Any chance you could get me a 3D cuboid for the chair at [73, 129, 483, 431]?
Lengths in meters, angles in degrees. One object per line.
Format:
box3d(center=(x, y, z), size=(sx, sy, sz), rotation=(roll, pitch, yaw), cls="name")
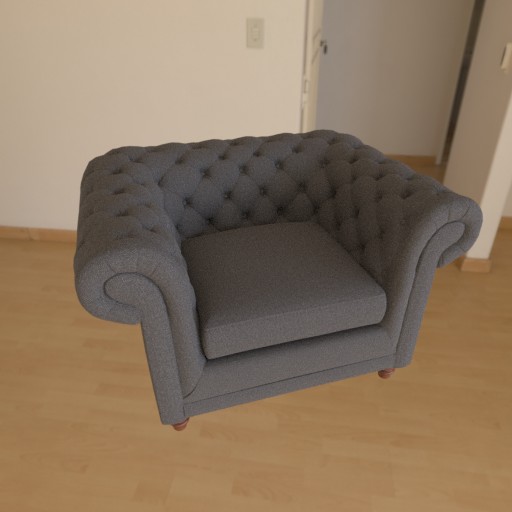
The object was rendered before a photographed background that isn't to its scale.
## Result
box3d(center=(0.000, 0.000, 1.794), size=(1.270, 0.770, 0.976), rotation=(-9, 32, -15), cls="chair")
